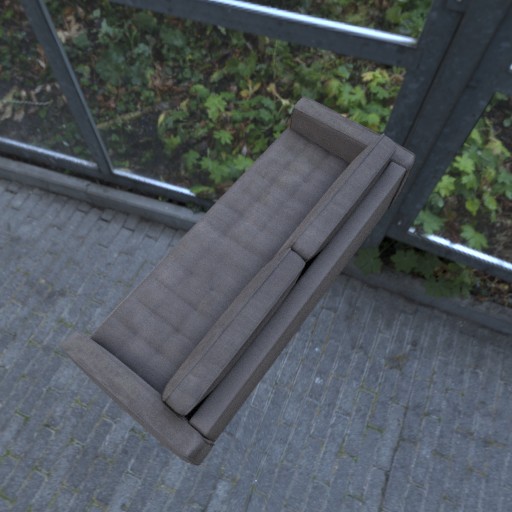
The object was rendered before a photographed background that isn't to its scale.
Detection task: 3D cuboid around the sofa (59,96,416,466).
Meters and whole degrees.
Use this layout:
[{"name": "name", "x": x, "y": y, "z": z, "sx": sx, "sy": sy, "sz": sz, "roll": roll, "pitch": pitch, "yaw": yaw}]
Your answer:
[{"name": "sofa", "x": 0.000, "y": 0.000, "z": 2.735, "sx": 0.923, "sy": 0.813, "sz": 2.295, "roll": 34, "pitch": 68, "yaw": 16}]
